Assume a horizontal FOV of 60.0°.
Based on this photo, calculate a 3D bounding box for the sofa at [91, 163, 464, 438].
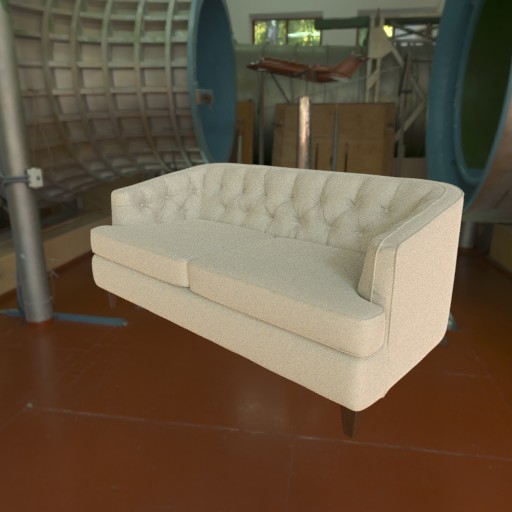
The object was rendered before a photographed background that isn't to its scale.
[{"bbox_3d":[0.000,0.000,2.192,1.733,0.855,0.941,15,22,41],"label":"sofa"}]
